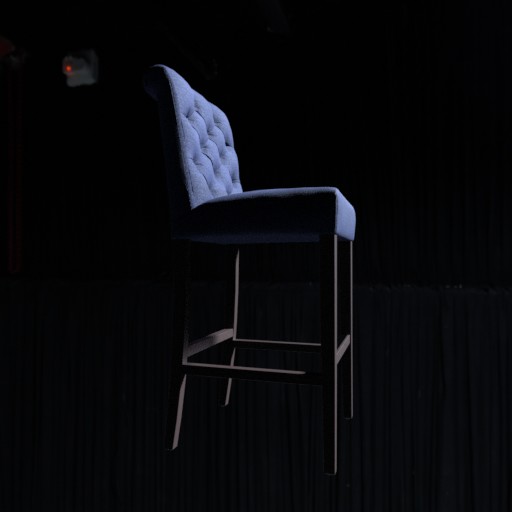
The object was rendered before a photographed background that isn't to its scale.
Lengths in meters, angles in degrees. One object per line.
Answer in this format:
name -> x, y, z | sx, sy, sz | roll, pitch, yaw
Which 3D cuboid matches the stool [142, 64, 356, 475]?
stool -> 0.000, 0.000, 1.447 | 0.601, 1.140, 0.493 | 0, -1, 18
